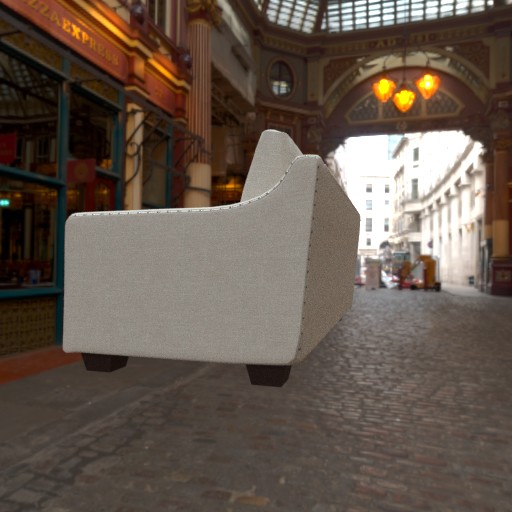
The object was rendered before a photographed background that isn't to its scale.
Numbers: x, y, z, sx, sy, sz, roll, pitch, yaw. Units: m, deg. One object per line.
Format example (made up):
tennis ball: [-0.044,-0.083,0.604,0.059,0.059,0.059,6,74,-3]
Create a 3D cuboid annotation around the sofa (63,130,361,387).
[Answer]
sofa: [0.000,0.000,2.682,1.104,0.983,2.107,0,-1,17]
